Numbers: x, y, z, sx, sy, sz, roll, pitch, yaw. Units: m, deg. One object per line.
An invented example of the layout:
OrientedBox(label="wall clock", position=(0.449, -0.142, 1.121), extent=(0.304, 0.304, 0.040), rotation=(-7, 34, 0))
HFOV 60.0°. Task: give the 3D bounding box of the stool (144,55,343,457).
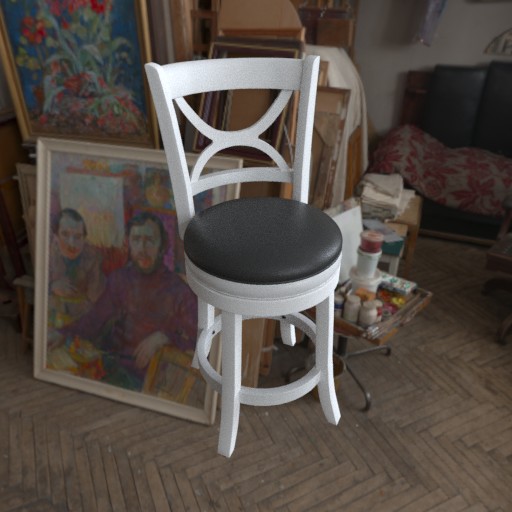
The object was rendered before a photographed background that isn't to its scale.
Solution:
OrientedBox(label="stool", position=(0.000, 0.000, 1.209), extent=(0.444, 0.953, 0.508), rotation=(-10, 33, -16))
